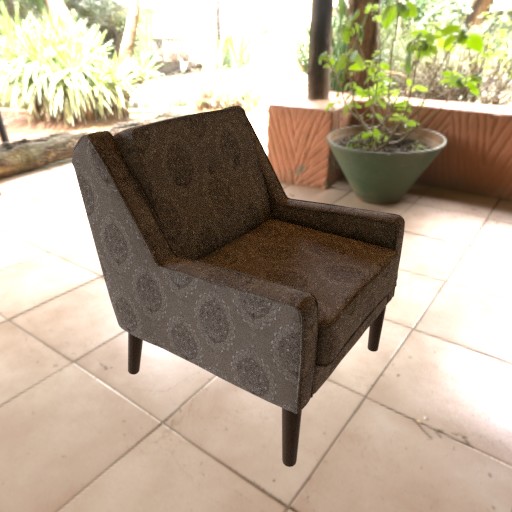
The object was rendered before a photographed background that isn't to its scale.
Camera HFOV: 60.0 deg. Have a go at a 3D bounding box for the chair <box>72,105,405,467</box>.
[{"bbox_3d":[0.000,0.000,1.359,0.750,0.797,0.665,17,31,31],"label":"chair"}]
